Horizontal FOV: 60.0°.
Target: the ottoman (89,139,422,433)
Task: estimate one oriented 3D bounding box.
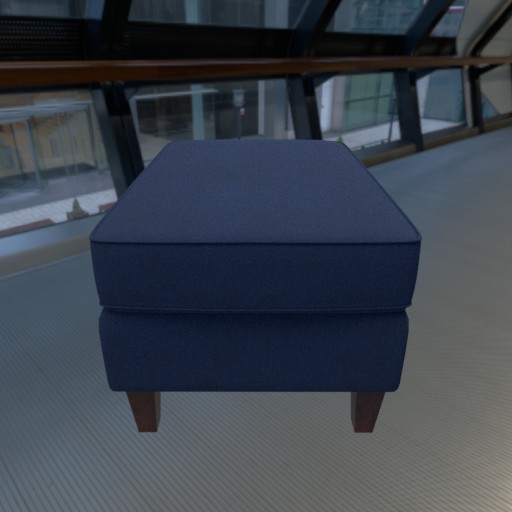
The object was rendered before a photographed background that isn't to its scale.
[{"bbox_3d":[0.000,0.000,1.389,0.686,0.584,0.965,0,26,0],"label":"ottoman"}]
